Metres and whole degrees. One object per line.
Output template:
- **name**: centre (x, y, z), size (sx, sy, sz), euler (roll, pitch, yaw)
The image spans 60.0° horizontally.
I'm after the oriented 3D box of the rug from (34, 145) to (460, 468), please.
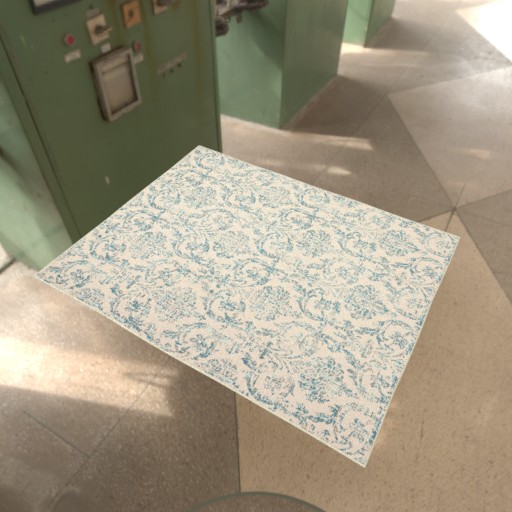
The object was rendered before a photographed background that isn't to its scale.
- **rug**: centre (0.000, 0.000, 3.920), size (2.980, 0.012, 2.363), euler (24, 51, 21)
